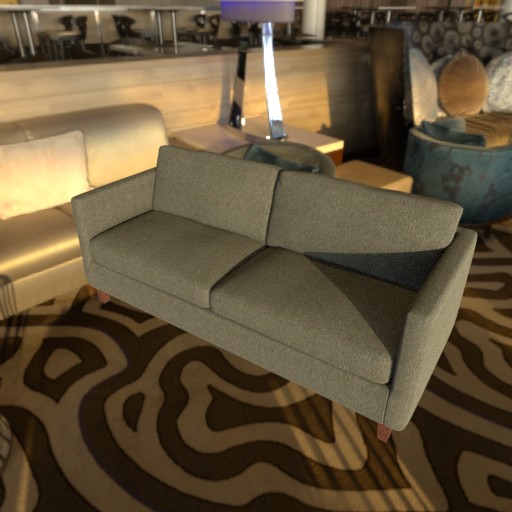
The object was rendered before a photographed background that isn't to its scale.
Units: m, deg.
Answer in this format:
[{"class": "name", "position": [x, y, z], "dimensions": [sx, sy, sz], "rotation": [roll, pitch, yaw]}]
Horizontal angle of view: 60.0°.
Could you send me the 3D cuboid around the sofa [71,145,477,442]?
[{"class": "sofa", "position": [0.000, 0.000, 2.652], "dimensions": [2.208, 0.965, 0.948], "rotation": [18, 34, 29]}]
